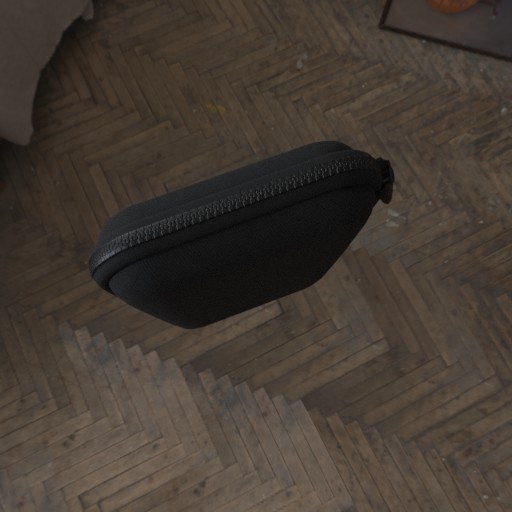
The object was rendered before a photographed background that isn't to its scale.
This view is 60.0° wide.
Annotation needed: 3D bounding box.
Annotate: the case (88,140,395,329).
[{"bbox_3d":[0.000,0.000,0.192,0.107,0.147,0.030,-20,78,-5],"label":"case"}]
